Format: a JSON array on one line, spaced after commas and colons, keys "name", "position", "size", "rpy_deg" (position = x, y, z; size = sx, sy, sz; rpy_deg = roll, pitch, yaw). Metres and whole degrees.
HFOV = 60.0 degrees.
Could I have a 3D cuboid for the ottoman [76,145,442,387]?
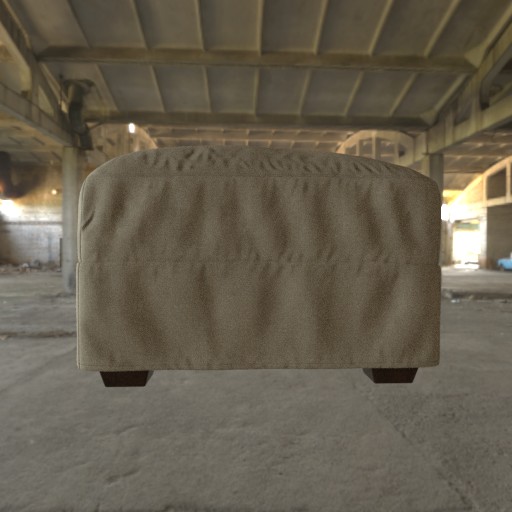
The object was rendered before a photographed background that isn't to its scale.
[{"name": "ottoman", "position": [0.000, 0.000, 1.064], "size": [0.712, 0.480, 0.584], "rpy_deg": [0, 1, -2]}]
